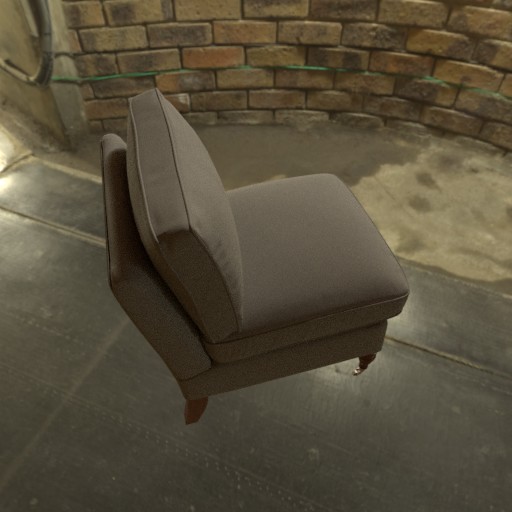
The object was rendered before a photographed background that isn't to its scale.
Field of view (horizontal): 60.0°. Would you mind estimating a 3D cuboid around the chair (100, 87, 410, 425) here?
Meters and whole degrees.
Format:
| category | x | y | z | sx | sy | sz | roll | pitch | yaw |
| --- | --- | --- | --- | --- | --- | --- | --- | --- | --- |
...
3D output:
| category | x | y | z | sx | sy | sz | roll | pitch | yaw |
| --- | --- | --- | --- | --- | --- | --- | --- | --- | --- |
| chair | 0.000 | 0.000 | 1.640 | 0.924 | 1.045 | 0.724 | -11 | 48 | -10 |
